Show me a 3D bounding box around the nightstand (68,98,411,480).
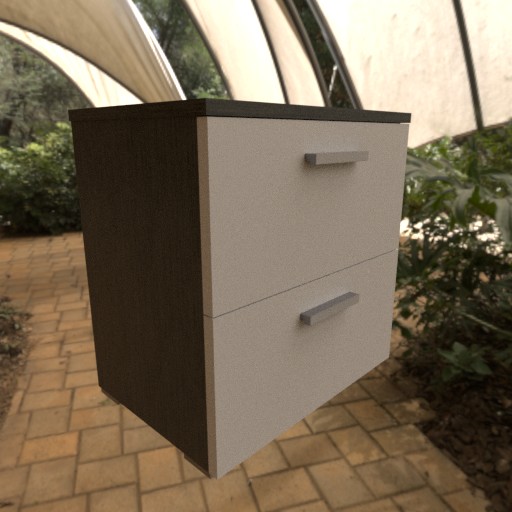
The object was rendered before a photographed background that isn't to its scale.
[{"bbox_3d":[0.000,0.000,0.741,0.325,0.460,0.441,14,21,42],"label":"nightstand"}]
